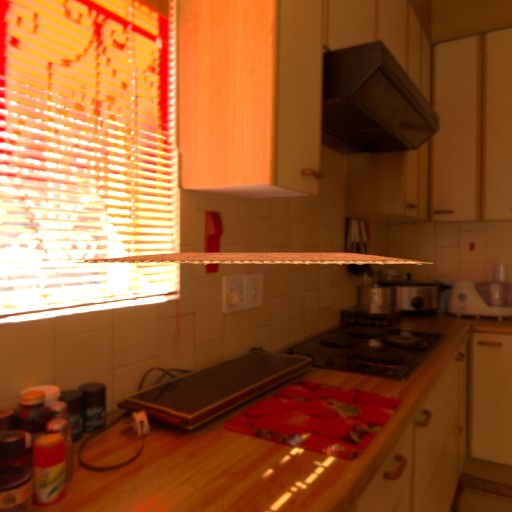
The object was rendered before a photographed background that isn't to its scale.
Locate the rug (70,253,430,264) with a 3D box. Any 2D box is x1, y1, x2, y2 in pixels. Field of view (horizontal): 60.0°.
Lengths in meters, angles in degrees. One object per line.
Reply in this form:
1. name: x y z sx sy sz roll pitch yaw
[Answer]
1. rug: 0.000 0.000 3.153 1.619 0.023 2.465 0 1 2
